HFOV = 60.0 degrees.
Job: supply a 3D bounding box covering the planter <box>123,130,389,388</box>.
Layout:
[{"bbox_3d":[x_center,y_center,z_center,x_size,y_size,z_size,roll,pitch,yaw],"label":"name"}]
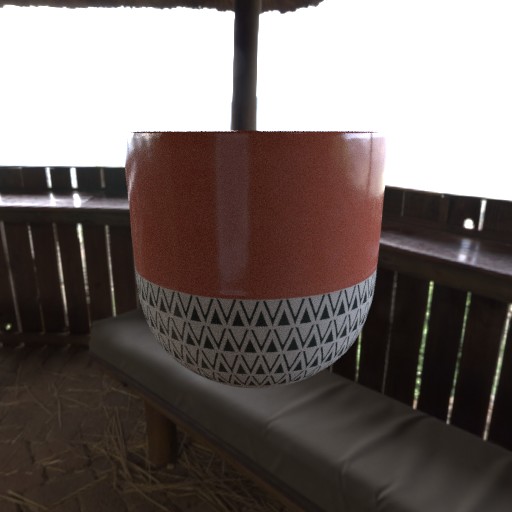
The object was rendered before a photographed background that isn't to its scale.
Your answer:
[{"bbox_3d":[0.000,0.000,0.496,0.266,0.270,0.266,0,16,0],"label":"planter"}]
